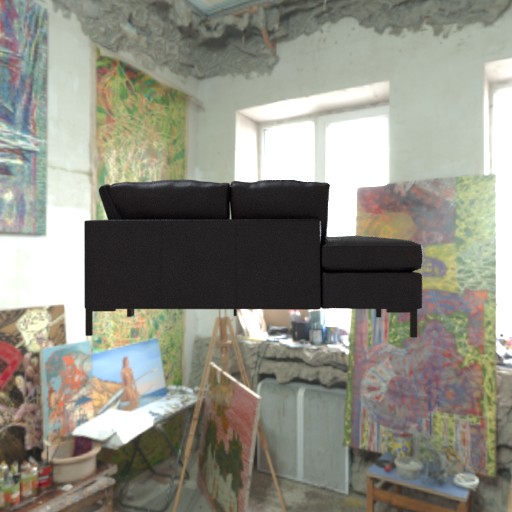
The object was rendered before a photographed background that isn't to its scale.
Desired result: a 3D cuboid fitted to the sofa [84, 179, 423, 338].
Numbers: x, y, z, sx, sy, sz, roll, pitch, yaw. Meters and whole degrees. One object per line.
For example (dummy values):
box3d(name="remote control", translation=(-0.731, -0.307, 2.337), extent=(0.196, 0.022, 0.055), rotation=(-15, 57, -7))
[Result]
box3d(name="sofa", translation=(0.000, 0.000, 3.949), extent=(1.939, 0.900, 2.956), rotation=(0, 0, 1))
